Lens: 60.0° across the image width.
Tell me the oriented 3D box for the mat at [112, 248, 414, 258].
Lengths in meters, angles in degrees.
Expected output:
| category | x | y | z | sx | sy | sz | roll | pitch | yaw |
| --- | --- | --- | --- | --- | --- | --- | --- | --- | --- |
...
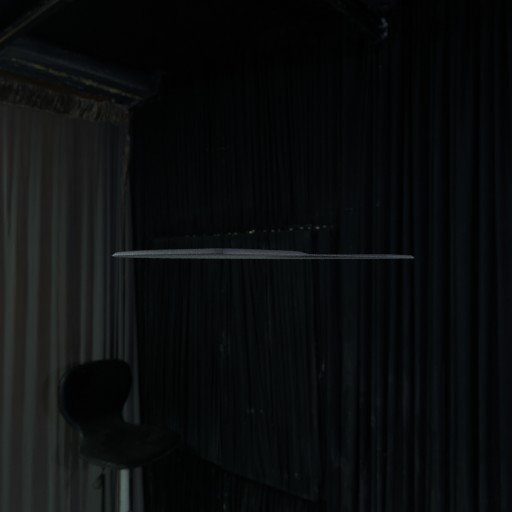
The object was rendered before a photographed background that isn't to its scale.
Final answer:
| category | x | y | z | sx | sy | sz | roll | pitch | yaw |
| --- | --- | --- | --- | --- | --- | --- | --- | --- | --- |
| mat | 0.000 | 0.000 | 1.895 | 0.917 | 0.016 | 1.525 | -1 | -1 | 36 |
